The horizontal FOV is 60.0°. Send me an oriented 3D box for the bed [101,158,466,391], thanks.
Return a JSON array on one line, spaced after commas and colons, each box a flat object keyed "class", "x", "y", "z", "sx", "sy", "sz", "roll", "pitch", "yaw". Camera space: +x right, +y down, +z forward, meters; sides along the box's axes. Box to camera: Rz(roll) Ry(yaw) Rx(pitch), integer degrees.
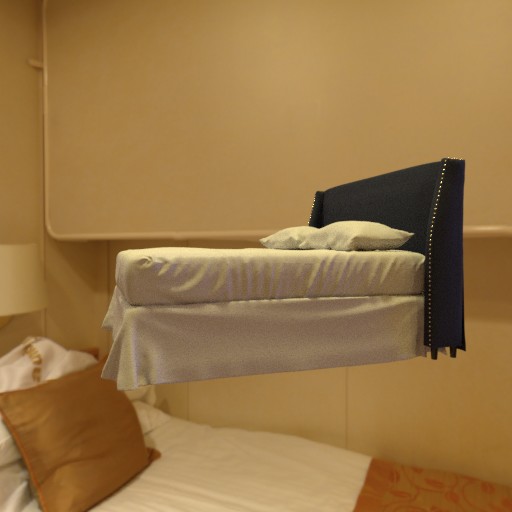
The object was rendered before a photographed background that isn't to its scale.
[{"class": "bed", "x": 0.000, "y": 0.000, "z": 3.432, "sx": 2.276, "sy": 1.332, "sz": 1.925, "roll": 0, "pitch": 1, "yaw": -19}]
